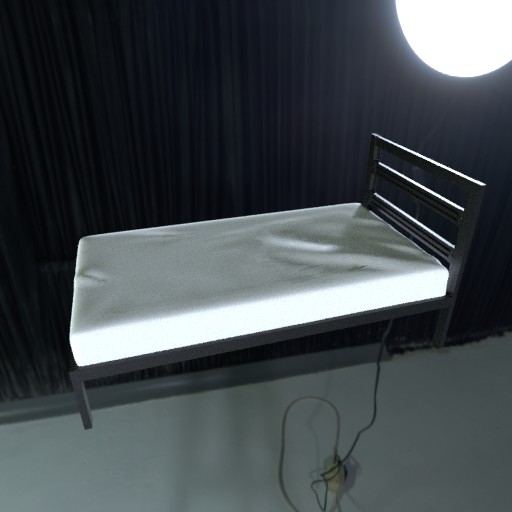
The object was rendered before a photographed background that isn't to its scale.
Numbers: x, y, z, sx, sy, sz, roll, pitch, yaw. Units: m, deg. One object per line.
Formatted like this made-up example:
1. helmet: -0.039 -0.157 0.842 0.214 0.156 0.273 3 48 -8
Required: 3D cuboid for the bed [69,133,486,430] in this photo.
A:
1. bed: 0.000 0.000 2.438 1.930 0.967 0.991 -8 30 -15
